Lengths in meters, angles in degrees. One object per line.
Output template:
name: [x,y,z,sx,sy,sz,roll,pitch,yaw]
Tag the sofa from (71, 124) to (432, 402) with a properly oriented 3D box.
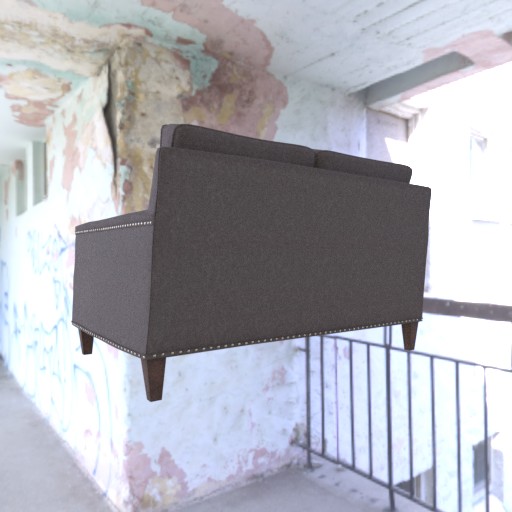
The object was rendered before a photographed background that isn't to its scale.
sofa: [0.000,0.000,2.296,1.597,1.003,1.084,0,0,-35]
